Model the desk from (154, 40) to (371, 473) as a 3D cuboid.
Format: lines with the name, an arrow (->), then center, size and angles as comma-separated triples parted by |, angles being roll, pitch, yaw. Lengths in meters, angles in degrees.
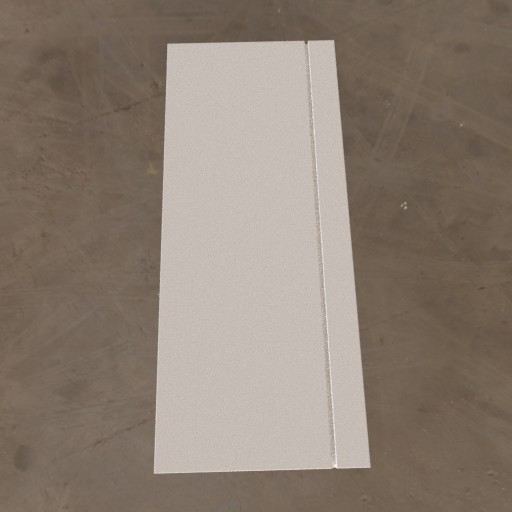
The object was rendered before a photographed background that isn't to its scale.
desk -> 0.000, 0.000, 1.943 | 0.670, 0.760, 1.580 | -1, 75, 0
